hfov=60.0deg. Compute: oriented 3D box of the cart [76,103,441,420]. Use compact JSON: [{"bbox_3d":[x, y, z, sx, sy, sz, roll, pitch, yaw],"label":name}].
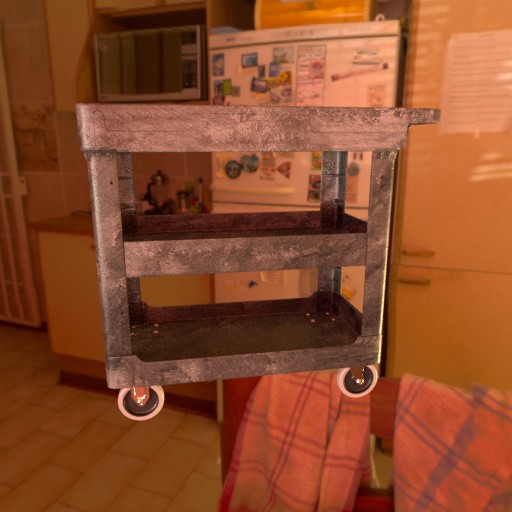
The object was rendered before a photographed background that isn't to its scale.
[{"bbox_3d":[0.000,0.000,1.327,0.877,0.824,0.420,-3,15,-10],"label":"cart"}]
